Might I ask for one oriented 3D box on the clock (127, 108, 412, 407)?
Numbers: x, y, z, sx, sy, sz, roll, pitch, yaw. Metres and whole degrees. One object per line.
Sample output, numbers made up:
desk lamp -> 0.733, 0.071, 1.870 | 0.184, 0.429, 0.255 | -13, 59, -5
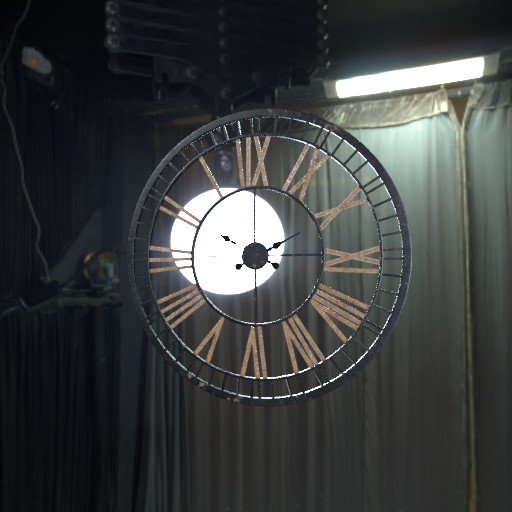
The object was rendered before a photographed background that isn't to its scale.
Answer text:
clock -> 0.000, 0.000, 1.270 | 0.843, 0.843, 0.025 | -1, -2, 18
